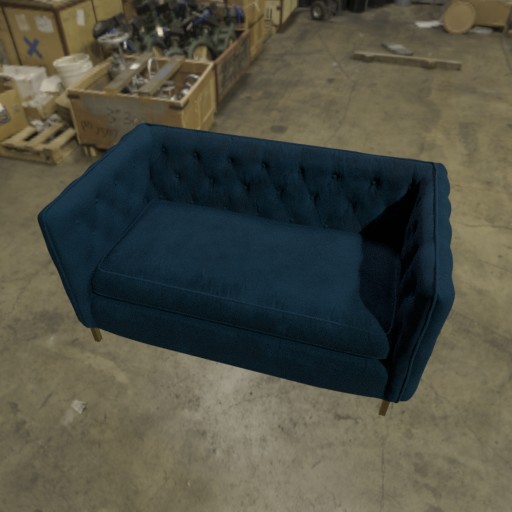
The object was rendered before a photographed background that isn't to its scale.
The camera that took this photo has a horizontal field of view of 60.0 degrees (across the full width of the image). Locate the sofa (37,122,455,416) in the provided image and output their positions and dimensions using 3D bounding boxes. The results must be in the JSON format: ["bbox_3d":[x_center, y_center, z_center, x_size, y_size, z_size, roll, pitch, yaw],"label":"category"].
[{"bbox_3d":[0.000,0.000,2.100,1.583,0.810,0.909,11,43,12],"label":"sofa"}]
